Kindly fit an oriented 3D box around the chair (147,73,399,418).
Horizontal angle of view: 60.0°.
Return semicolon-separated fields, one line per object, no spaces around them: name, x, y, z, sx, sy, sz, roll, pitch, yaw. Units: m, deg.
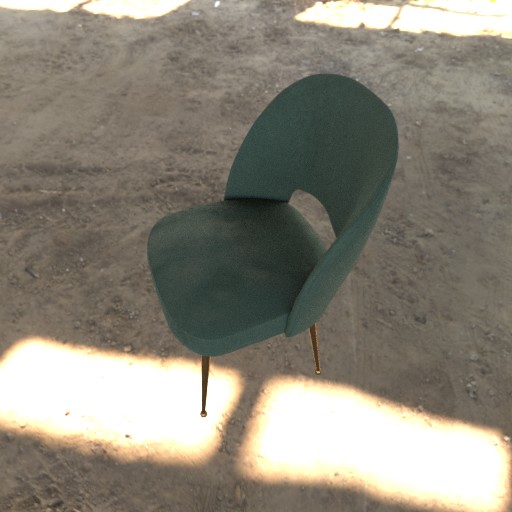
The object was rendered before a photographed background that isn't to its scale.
chair;0.000;0.000;1.244;0.577;0.860;0.527;-16;49;-15
